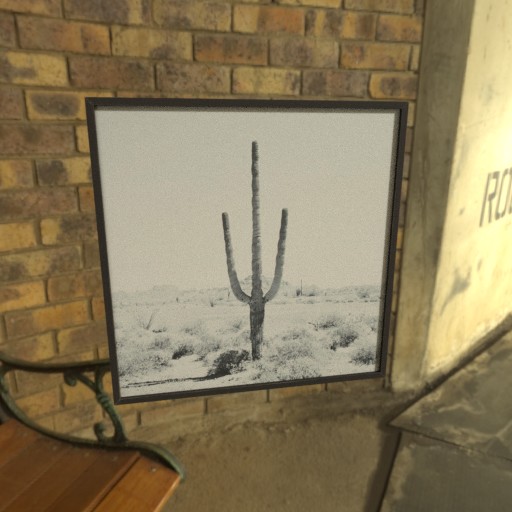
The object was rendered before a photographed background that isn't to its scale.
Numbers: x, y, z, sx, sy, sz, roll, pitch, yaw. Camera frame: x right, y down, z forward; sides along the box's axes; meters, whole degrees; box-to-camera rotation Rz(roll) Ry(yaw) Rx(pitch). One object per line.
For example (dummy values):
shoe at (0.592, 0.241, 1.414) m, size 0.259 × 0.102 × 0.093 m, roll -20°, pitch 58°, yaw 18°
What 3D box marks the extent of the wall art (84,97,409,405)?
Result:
wall art at (0.000, 0.000, 1.144) m, size 0.762 × 0.762 × 0.038 m, roll -3°, pitch 15°, yaw -10°
